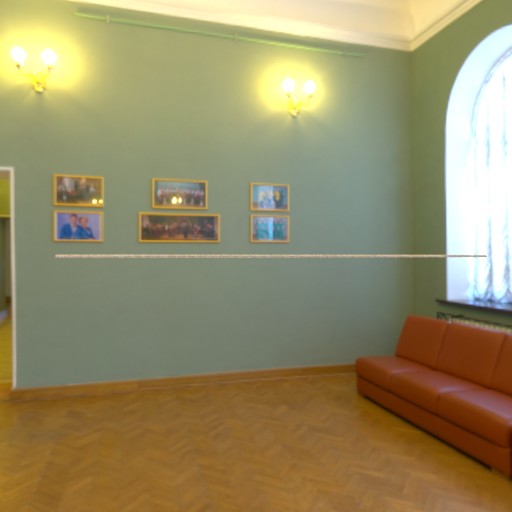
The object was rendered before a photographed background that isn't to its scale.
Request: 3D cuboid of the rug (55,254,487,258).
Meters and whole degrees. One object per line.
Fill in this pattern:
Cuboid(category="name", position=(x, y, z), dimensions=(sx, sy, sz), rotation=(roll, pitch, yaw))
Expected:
Cuboid(category="rug", position=(0.000, 0.000, 2.797), dimensions=(2.144, 0.013, 1.509), rotation=(0, 0, -18))
